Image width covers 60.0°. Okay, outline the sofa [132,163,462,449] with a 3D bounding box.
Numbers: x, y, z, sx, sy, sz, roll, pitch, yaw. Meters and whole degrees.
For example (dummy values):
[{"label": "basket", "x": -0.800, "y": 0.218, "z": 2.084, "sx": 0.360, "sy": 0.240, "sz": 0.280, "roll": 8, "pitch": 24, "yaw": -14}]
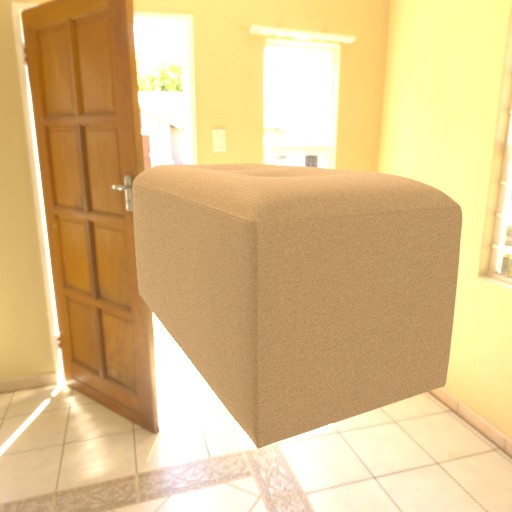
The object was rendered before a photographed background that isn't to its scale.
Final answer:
[{"label": "sofa", "x": 0.000, "y": 0.000, "z": 1.206, "sx": 0.480, "sy": 0.470, "sz": 0.930, "roll": -7, "pitch": 16, "yaw": -26}]
